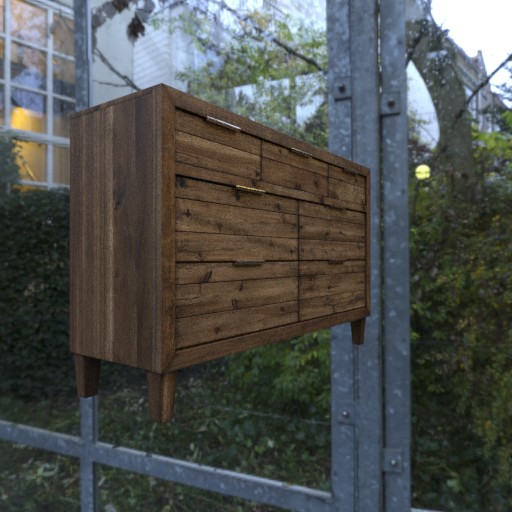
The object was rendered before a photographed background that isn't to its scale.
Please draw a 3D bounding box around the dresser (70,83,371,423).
[{"bbox_3d":[0.000,0.000,1.826,0.438,0.892,1.387,0,0,37],"label":"dresser"}]
